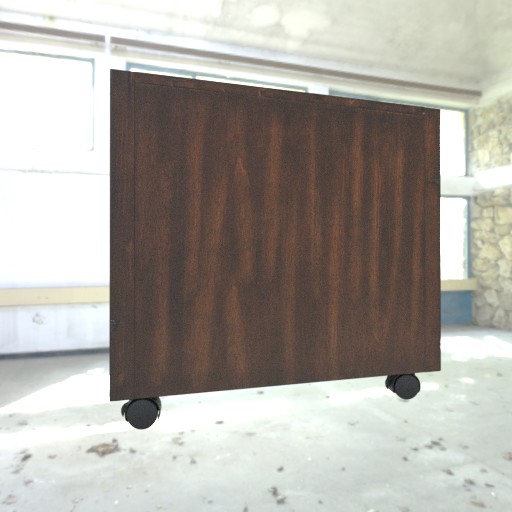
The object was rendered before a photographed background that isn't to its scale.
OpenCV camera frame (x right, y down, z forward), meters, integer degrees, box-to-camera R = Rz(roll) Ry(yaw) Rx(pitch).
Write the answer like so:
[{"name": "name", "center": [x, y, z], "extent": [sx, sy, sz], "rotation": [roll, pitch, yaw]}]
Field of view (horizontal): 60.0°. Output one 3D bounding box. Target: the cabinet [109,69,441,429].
[{"name": "cabinet", "center": [0.000, 0.000, 0.806], "extent": [0.500, 0.455, 0.402], "rotation": [0, 0, -18]}]
